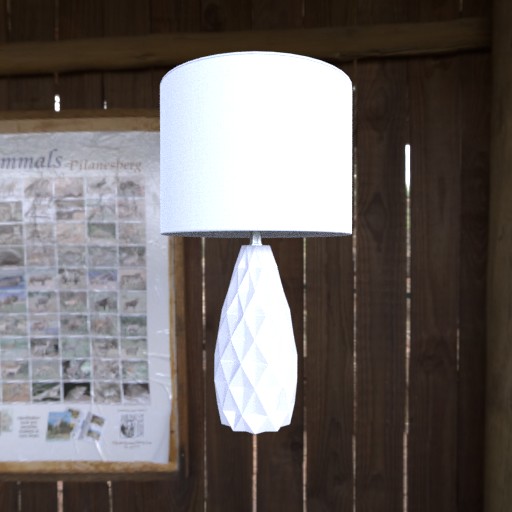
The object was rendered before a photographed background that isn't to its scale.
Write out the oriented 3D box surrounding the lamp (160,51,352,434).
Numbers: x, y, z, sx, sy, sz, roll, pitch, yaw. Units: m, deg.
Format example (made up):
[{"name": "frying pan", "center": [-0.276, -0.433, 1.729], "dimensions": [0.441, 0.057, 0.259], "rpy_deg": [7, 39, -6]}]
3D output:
[{"name": "lamp", "center": [0.000, 0.000, 0.703], "dimensions": [0.297, 0.522, 0.297], "rpy_deg": [0, 1, 0]}]
